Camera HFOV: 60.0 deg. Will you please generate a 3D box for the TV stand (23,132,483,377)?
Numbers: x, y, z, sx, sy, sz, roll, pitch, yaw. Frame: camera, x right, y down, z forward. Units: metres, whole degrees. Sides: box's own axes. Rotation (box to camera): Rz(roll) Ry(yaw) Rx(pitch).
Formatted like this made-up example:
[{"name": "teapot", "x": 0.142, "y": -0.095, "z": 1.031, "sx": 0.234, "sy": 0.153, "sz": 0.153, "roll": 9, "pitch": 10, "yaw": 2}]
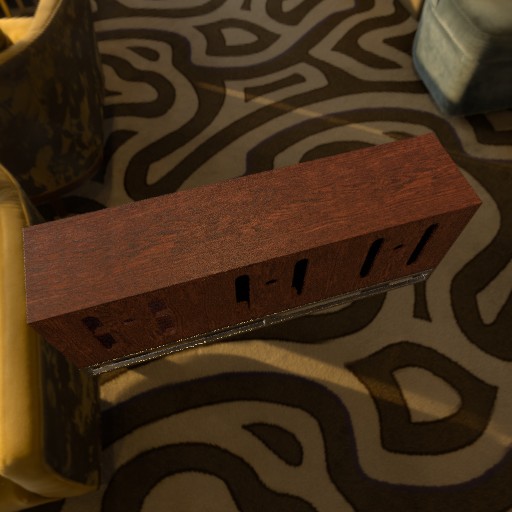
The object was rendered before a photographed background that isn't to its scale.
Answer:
[{"name": "TV stand", "x": 0.000, "y": 0.000, "z": 1.772, "sx": 1.541, "sy": 0.578, "sz": 0.382, "roll": -15, "pitch": 60, "yaw": -9}]
